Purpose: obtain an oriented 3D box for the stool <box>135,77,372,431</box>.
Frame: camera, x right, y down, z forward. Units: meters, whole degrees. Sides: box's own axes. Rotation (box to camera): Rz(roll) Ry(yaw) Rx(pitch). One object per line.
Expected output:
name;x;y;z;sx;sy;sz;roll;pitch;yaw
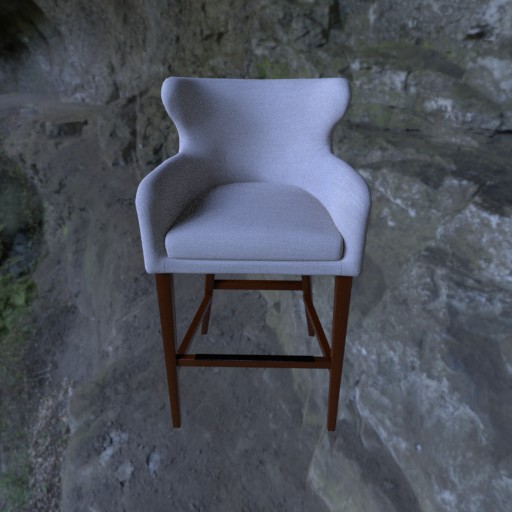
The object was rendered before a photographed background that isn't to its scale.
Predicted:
stool;0.000;0.000;1.419;0.556;1.034;0.563;1;31;1
